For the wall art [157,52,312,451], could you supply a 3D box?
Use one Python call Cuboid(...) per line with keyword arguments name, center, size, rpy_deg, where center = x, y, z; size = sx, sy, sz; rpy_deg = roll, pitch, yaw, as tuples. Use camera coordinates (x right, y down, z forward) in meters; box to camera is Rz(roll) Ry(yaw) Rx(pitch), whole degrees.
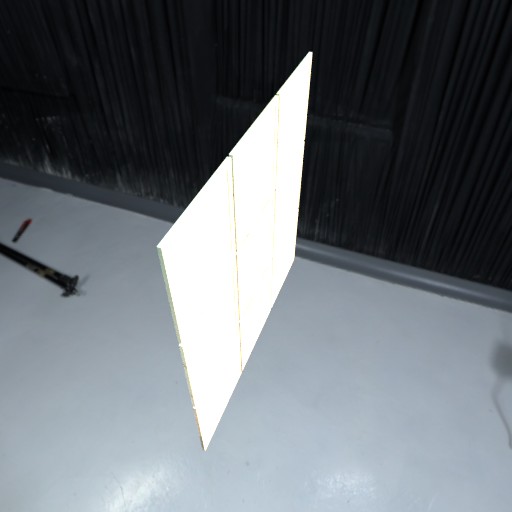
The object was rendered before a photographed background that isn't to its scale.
Cuboid(name="wall art", center=(0.000, 0.000, 1.847), size=(0.013, 1.219, 1.214), rpy_deg=(16, 48, 15))
